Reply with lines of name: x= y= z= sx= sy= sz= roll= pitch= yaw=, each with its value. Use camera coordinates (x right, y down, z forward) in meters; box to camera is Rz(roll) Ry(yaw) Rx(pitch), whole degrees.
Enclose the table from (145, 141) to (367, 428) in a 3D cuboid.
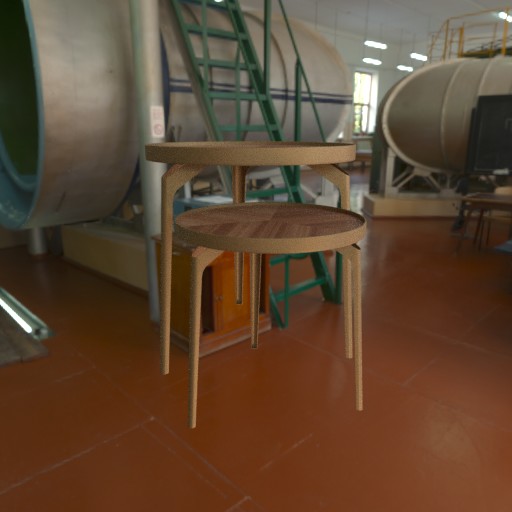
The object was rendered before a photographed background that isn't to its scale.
table: x=0.000 y=0.000 z=1.140 sx=0.532 sy=0.555 sz=0.751 roll=-3 pitch=16 yaw=-9
